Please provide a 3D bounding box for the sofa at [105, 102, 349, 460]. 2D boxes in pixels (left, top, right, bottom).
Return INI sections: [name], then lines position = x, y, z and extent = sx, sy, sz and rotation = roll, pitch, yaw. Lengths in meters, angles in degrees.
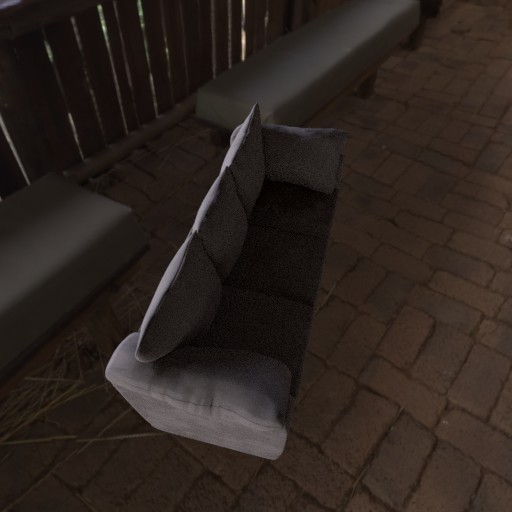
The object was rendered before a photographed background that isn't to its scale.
[sofa]
position = 0.000, 0.000, 2.883
extent = 0.893, 0.981, 2.377
rotation = 11, 48, 10
